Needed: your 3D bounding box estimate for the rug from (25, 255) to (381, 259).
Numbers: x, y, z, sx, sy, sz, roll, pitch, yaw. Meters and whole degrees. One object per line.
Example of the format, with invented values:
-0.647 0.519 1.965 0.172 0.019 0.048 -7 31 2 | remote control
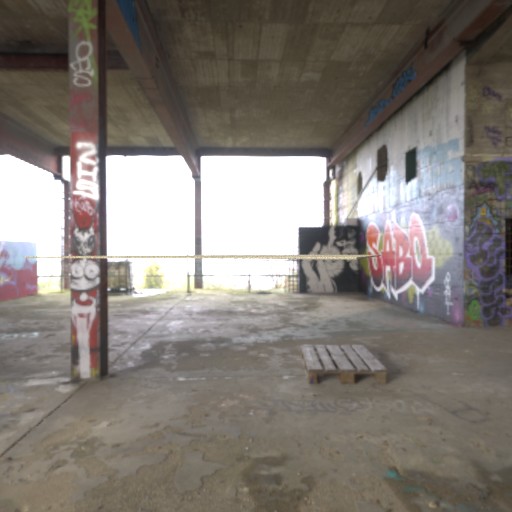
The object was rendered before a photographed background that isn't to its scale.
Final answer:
0.000 0.000 2.216 1.143 0.006 1.747 0 0 18 | rug
